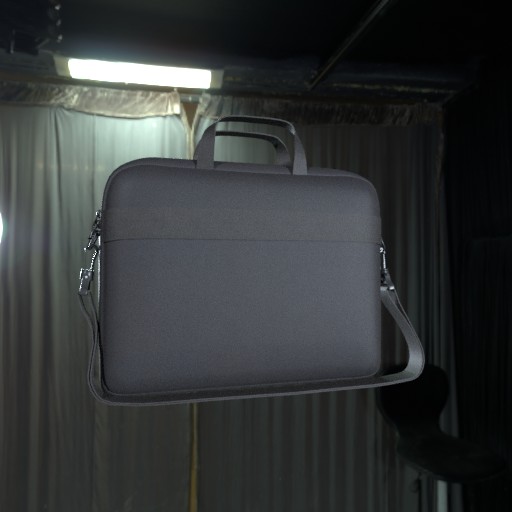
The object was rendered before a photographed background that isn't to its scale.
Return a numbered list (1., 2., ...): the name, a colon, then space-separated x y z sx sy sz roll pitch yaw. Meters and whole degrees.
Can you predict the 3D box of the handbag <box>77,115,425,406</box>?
1. handbag: 0.000 0.000 0.578 0.429 0.330 0.126 0 -1 -15
